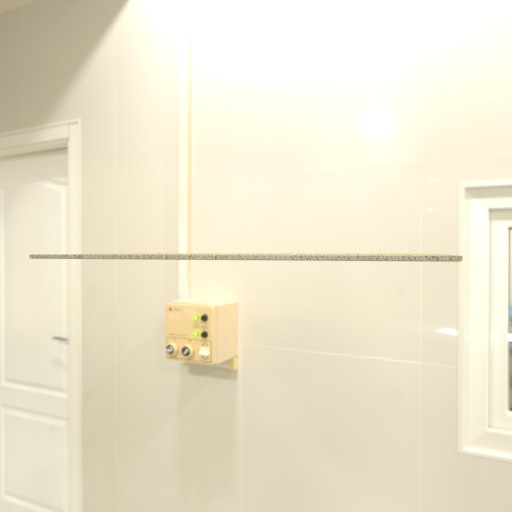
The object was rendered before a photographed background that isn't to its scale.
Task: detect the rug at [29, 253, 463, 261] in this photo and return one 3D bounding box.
[{"bbox_3d":[0.000,0.000,2.947,2.349,0.025,1.500,0,1,19],"label":"rug"}]
